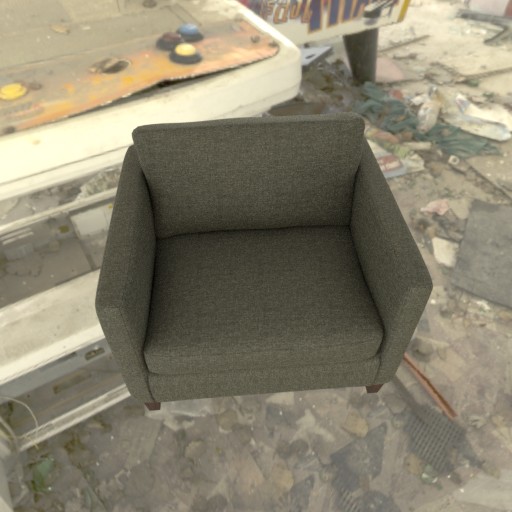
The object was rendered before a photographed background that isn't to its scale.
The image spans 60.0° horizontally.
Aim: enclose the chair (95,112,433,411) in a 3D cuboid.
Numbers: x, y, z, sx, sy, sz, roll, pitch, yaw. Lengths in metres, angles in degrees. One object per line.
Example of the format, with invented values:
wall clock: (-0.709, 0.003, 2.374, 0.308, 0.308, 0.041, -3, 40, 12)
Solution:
chair: (0.000, 0.000, 1.877, 1.107, 0.963, 0.959, -3, 46, -3)
